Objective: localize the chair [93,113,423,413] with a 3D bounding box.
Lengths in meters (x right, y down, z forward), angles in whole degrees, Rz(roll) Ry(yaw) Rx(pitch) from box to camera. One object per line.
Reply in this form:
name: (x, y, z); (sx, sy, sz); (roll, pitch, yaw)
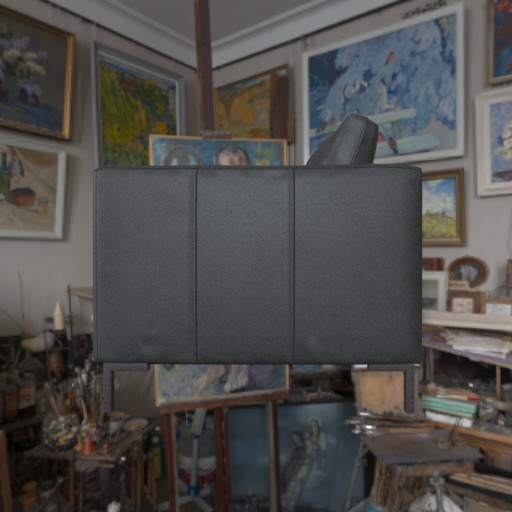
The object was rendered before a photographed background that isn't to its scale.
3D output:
chair: (0.000, 0.000, 1.511); (0.861, 0.824, 0.967); (0, 0, 0)
